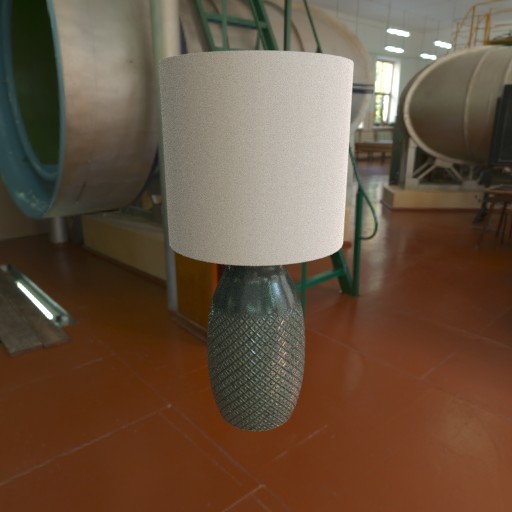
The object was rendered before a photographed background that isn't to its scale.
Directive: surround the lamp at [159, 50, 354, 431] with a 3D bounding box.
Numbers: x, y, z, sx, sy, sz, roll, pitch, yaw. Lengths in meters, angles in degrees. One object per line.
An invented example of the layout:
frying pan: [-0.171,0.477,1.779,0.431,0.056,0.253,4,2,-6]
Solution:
lamp: [0.000,0.000,0.568,0.217,0.453,0.217,-2,17,-7]
